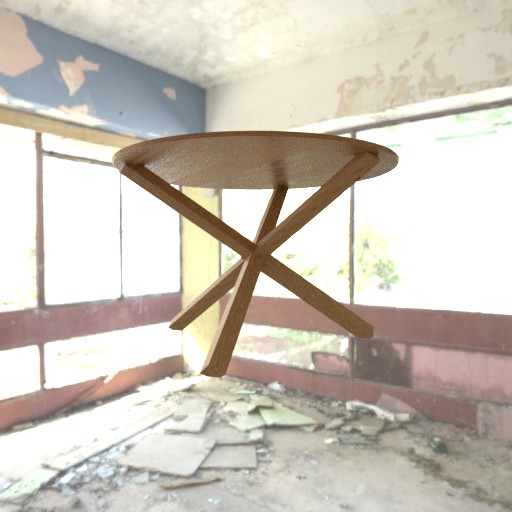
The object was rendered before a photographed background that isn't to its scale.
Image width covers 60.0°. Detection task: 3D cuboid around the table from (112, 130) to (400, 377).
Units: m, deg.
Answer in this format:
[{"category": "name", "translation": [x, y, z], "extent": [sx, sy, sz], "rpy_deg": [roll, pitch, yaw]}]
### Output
[{"category": "table", "translation": [0.000, 0.000, 1.678], "extent": [1.038, 0.666, 1.038], "rpy_deg": [0, 1, 0]}]
